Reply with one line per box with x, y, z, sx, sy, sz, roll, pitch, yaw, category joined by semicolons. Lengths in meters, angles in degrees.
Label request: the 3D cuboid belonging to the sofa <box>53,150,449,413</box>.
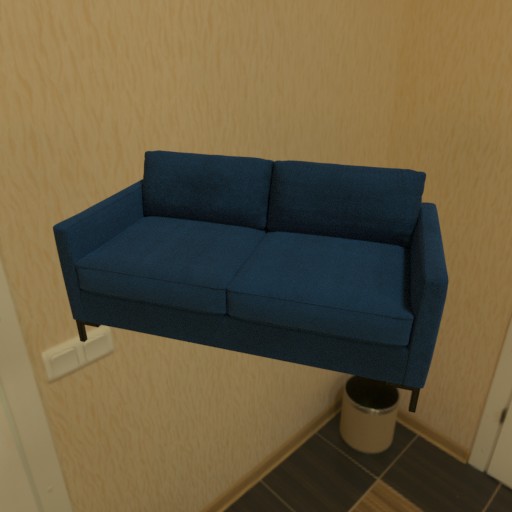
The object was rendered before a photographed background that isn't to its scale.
0.000;0.000;2.185;1.676;0.817;0.875;8;27;15;sofa
